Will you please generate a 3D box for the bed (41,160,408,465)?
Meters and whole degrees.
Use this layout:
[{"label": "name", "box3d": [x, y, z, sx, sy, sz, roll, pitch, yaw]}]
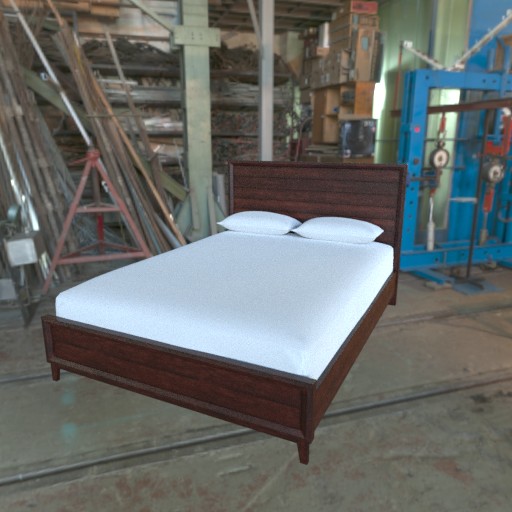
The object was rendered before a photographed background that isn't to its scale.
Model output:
[{"label": "bed", "box3d": [0.000, 0.000, 3.871, 2.040, 1.492, 2.803, 7, 16, 25]}]
